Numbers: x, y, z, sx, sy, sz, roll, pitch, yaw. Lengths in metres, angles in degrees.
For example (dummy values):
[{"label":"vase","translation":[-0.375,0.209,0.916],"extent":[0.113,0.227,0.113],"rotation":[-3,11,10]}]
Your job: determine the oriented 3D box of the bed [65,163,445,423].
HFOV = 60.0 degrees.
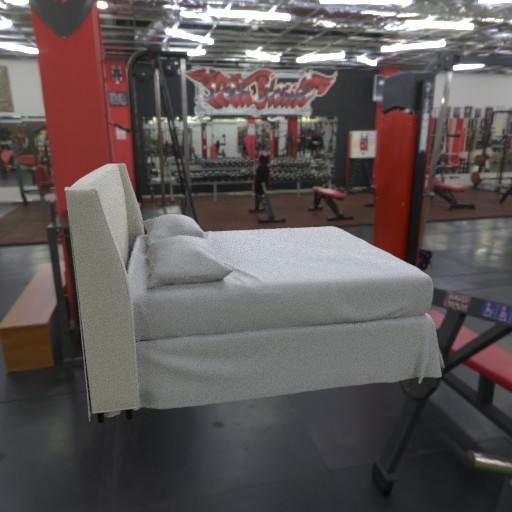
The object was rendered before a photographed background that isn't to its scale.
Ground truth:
[{"label":"bed","translation":[0.000,0.000,3.379],"extent":[2.276,1.332,1.925],"rotation":[-3,16,-11]}]
